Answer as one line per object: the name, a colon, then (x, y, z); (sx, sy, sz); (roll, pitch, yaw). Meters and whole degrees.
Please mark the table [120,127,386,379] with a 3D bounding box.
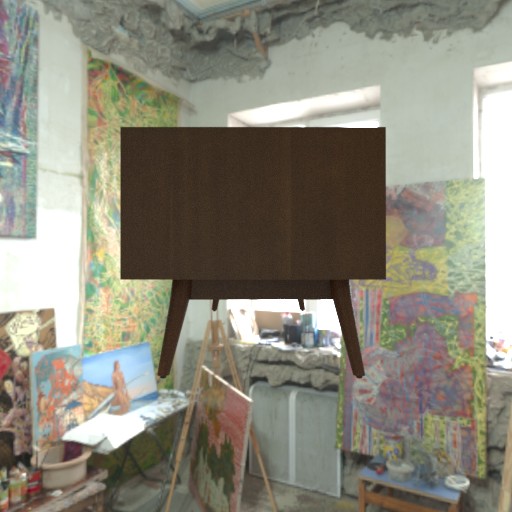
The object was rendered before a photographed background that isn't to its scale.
table: (0.000, 0.000, 1.360); (0.490, 0.464, 1.119); (0, 0, 0)
